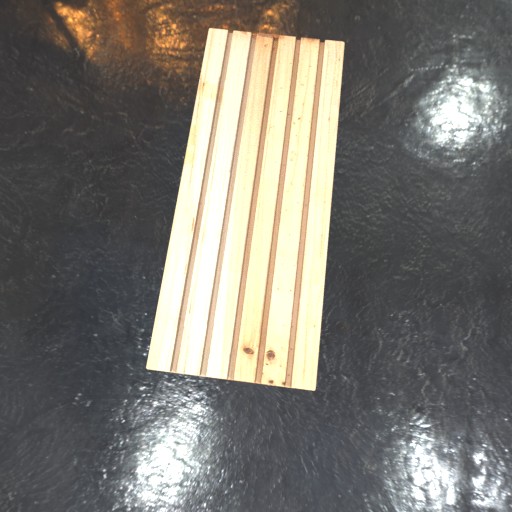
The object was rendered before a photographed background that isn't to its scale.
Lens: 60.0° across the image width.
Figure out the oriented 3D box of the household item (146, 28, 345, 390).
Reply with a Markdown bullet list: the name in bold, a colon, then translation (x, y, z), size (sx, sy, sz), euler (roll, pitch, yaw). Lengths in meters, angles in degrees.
- **household item**: translation (0.000, 0.000, 0.553), size (0.123, 0.407, 0.301), euler (7, 74, 2)
